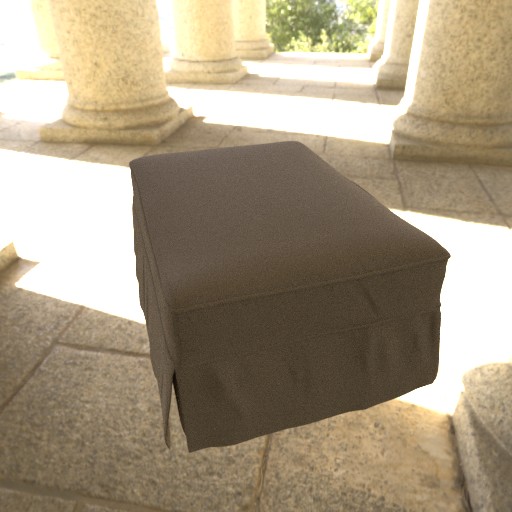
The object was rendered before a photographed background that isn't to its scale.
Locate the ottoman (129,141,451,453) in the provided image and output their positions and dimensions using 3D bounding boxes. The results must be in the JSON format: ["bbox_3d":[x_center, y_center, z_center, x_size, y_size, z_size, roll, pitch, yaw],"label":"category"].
[{"bbox_3d":[0.000,0.000,1.353,0.721,0.482,0.959,-10,33,-16],"label":"ottoman"}]
